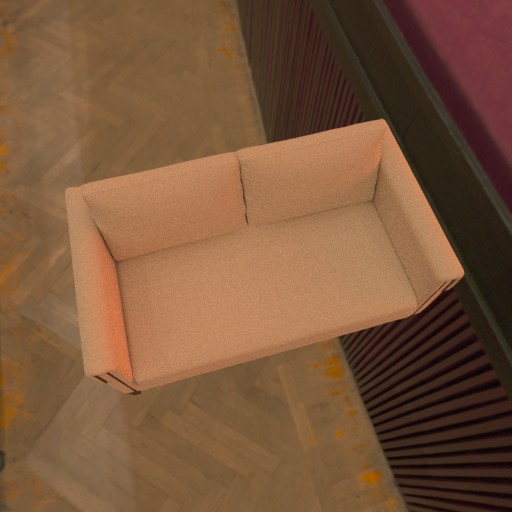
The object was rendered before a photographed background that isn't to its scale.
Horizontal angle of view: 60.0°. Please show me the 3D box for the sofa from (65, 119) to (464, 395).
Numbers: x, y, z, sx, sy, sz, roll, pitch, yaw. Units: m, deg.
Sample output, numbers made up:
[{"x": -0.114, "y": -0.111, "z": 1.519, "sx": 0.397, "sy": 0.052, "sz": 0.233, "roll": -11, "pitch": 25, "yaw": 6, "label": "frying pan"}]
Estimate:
[{"x": 0.000, "y": 0.000, "z": 2.150, "sx": 1.598, "sy": 0.873, "sz": 0.905, "roll": -14, "pitch": 65, "yaw": -7, "label": "sofa"}]
